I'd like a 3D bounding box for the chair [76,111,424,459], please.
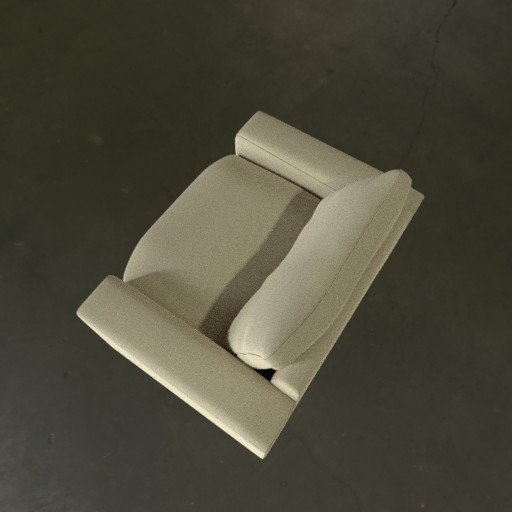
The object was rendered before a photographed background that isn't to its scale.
[{"bbox_3d":[0.000,0.000,2.107,1.039,0.915,1.398,31,68,15],"label":"chair"}]
